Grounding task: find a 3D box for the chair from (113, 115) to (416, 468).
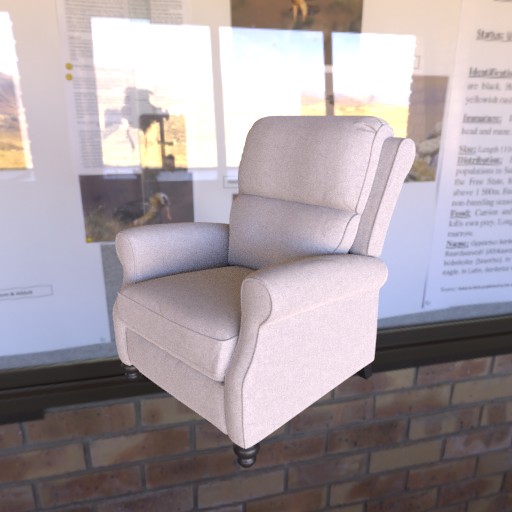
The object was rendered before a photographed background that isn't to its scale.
[{"bbox_3d":[0.000,0.000,1.729,0.859,1.046,0.919,16,24,42],"label":"chair"}]
